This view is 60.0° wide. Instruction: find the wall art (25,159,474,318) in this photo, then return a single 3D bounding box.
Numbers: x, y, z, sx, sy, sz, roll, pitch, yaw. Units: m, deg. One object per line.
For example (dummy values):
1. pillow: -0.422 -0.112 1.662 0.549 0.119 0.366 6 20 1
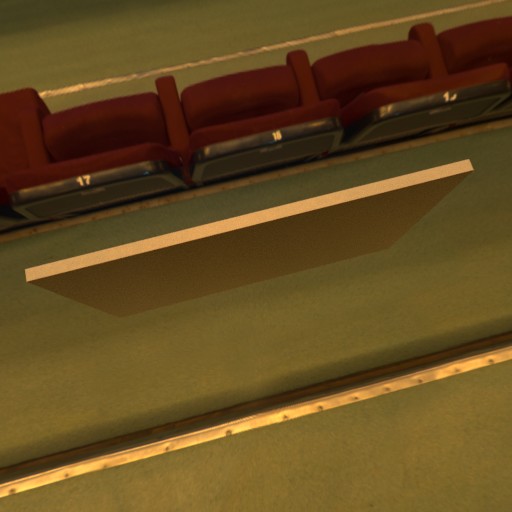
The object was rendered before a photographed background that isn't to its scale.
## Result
1. wall art: 0.000 0.000 1.193 0.932 0.610 0.027 -14 76 -4
